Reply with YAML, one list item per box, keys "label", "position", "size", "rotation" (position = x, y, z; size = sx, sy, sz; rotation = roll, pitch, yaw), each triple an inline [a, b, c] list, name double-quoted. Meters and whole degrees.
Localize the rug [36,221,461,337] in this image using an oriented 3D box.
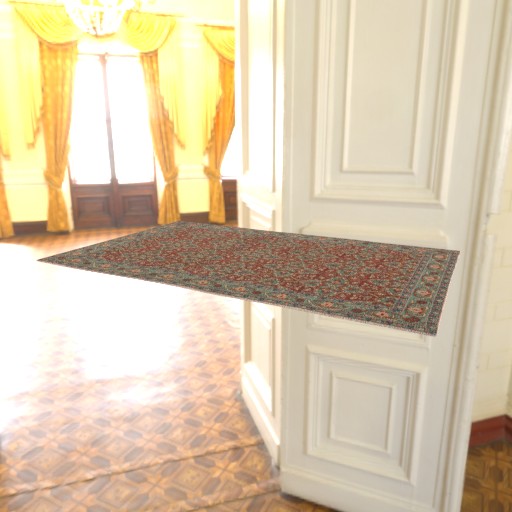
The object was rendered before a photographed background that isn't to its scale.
- label: "rug"
  position: [0.000, 0.000, 2.991]
  size: [2.439, 0.011, 1.533]
  rotation: [8, 17, 26]
